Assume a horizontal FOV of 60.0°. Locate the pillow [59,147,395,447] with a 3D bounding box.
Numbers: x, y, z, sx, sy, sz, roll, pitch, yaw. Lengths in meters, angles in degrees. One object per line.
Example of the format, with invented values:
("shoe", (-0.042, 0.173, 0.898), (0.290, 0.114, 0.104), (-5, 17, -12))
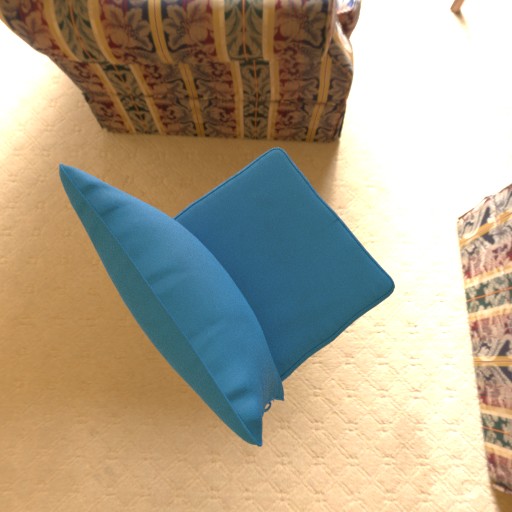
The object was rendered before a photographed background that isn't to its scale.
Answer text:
("pillow", (0.000, 0.000, 1.328), (0.733, 0.725, 0.798), (-36, 79, -8))
